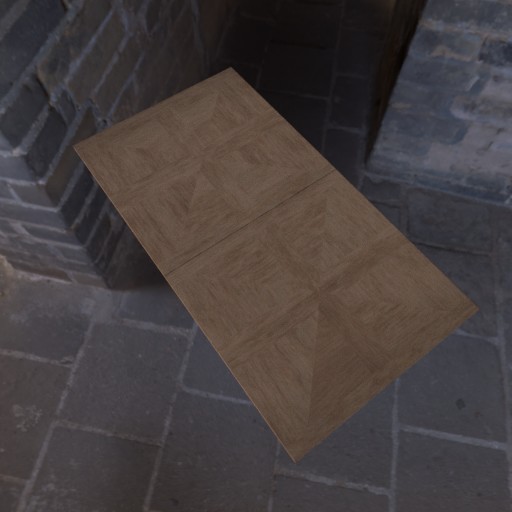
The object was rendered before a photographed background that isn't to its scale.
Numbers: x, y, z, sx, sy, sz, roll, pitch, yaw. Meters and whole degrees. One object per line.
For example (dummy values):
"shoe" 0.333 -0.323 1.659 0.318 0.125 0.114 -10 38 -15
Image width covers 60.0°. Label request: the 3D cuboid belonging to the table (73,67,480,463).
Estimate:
"table" 0.000 0.000 2.464 1.016 0.768 1.881 -33 67 -16
